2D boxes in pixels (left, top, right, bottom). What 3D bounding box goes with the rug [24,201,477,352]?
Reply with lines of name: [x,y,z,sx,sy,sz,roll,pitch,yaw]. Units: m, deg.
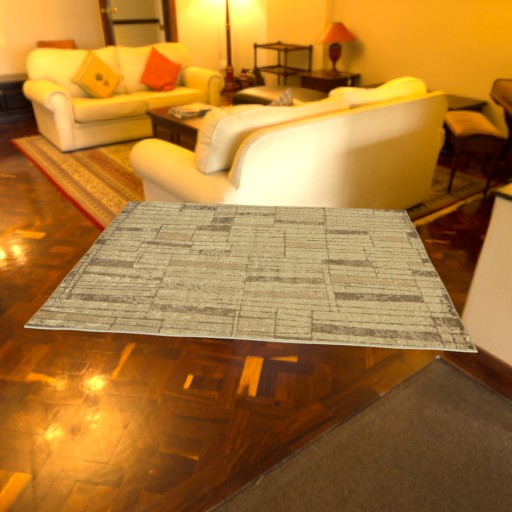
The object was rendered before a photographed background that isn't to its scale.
rug: [0.000,0.000,4.306,3.357,0.019,2.449,2,30,4]
